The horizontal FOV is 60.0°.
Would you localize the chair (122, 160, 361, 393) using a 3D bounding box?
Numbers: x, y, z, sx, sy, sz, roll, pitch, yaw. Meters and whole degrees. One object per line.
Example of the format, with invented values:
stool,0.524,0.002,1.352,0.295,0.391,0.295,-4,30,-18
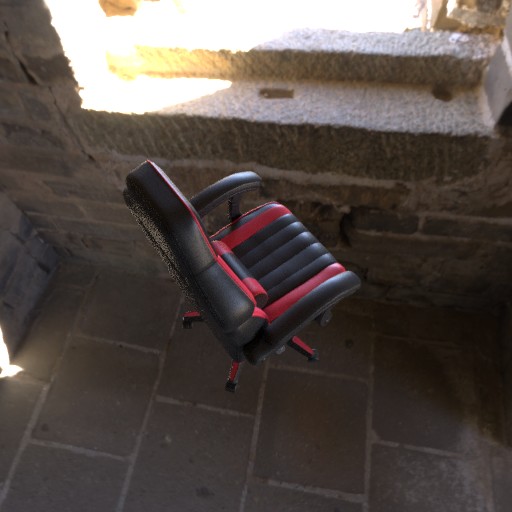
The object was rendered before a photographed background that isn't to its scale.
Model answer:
chair,0.000,0.000,1.691,0.700,1.220,0.700,-32,64,-18
